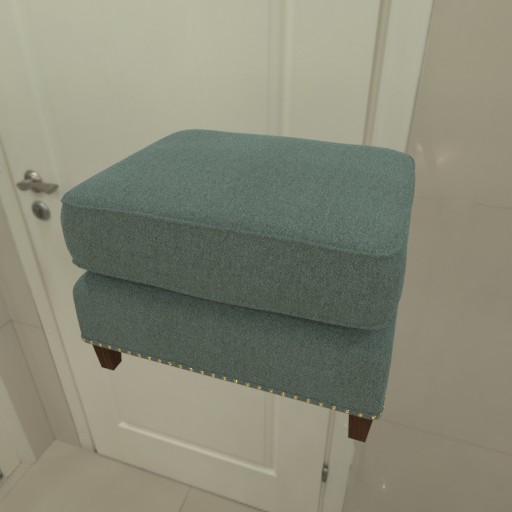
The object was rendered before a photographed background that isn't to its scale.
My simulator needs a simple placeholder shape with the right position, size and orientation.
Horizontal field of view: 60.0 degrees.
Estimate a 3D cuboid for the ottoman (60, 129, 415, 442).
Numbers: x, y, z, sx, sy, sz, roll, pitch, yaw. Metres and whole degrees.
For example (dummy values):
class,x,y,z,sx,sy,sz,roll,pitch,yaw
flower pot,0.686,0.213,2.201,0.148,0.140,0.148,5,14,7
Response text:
class,x,y,z,sx,sy,sz,roll,pitch,yaw
ottoman,0.000,0.000,1.144,0.738,0.537,0.589,10,33,16
